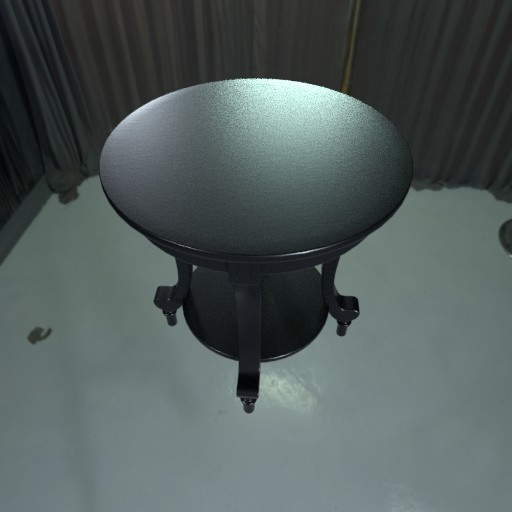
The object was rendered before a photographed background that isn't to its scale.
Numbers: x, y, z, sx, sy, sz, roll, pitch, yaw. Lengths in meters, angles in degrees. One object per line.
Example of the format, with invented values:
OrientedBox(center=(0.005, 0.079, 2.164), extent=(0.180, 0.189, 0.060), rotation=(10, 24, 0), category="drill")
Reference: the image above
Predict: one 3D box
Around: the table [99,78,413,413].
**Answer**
OrientedBox(center=(0.000, 0.000, 1.085), extent=(0.597, 0.618, 0.597), rotation=(0, 46, 0), category="table")
